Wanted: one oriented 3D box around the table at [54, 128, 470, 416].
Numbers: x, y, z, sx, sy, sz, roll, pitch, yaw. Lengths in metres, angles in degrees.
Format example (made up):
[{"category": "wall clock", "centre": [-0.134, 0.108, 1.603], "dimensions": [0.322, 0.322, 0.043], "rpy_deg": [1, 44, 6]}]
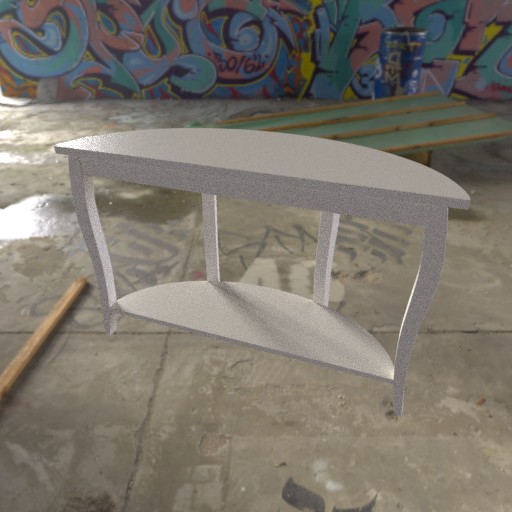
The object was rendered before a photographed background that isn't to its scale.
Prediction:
[{"category": "table", "centre": [0.000, 0.000, 1.580], "dimensions": [1.219, 0.780, 0.394], "rpy_deg": [11, 33, 17]}]
